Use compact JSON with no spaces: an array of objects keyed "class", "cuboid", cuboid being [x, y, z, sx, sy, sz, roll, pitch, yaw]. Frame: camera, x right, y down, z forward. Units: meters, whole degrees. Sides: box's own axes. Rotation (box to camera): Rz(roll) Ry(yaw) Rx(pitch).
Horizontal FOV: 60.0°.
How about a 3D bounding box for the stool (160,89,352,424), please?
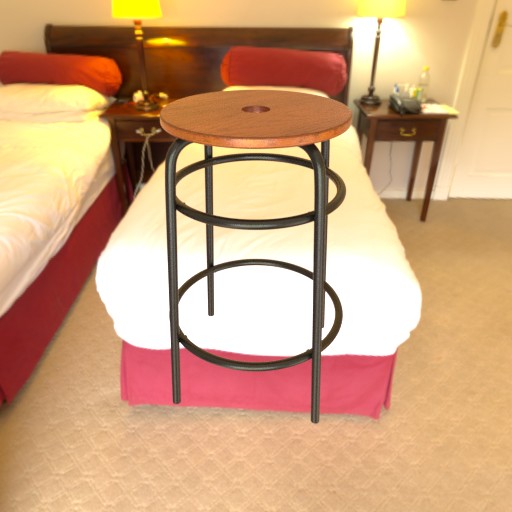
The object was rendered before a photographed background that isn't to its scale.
[{"class":"stool","cuboid":[0.000,0.000,0.942,0.455,0.610,0.455,-21,37,-30]}]
